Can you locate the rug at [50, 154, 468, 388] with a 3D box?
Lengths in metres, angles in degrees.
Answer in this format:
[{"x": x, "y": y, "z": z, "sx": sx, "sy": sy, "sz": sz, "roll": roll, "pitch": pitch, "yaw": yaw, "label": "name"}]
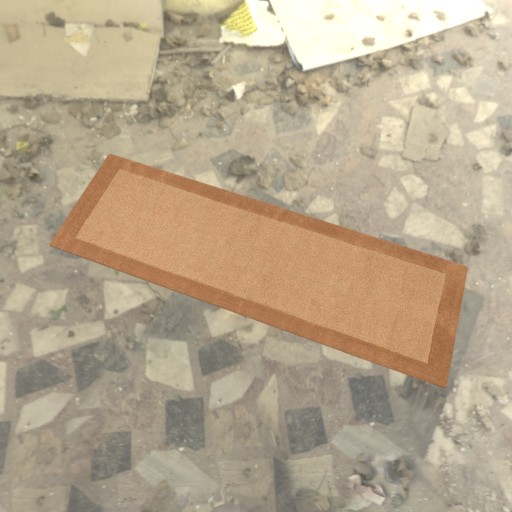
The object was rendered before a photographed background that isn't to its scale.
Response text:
[{"x": 0.000, "y": 0.000, "z": 2.696, "sx": 2.439, "sy": 0.017, "sz": 0.764, "roll": 19, "pitch": 65, "yaw": 9, "label": "rug"}]
